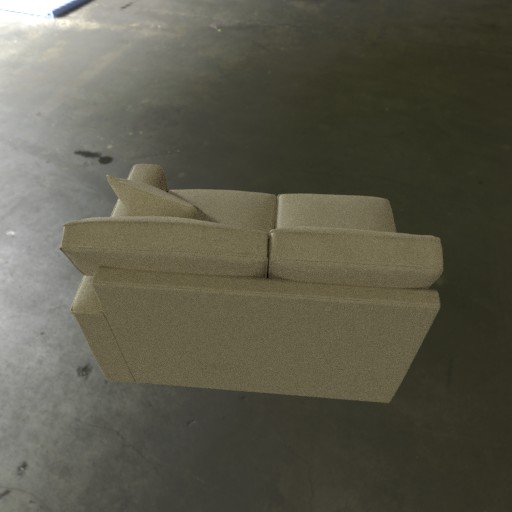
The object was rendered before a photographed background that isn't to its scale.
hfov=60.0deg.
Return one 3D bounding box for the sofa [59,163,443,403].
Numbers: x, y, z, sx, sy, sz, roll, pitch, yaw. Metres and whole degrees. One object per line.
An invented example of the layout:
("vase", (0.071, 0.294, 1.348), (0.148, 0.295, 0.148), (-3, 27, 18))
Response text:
("sofa", (0.000, 0.000, 2.105), (1.388, 0.989, 0.991), (4, 47, 3))
